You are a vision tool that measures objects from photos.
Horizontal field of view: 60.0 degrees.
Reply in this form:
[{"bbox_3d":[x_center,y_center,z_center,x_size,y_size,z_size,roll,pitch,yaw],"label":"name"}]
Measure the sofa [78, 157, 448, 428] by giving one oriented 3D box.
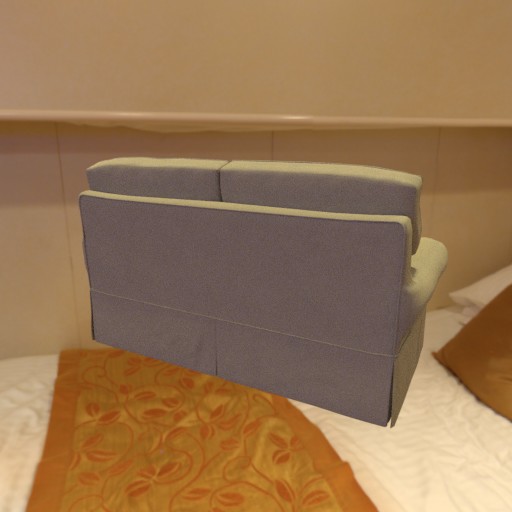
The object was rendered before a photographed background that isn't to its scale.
[{"bbox_3d":[0.000,0.000,2.352,1.823,1.024,0.841,8,17,27],"label":"sofa"}]
